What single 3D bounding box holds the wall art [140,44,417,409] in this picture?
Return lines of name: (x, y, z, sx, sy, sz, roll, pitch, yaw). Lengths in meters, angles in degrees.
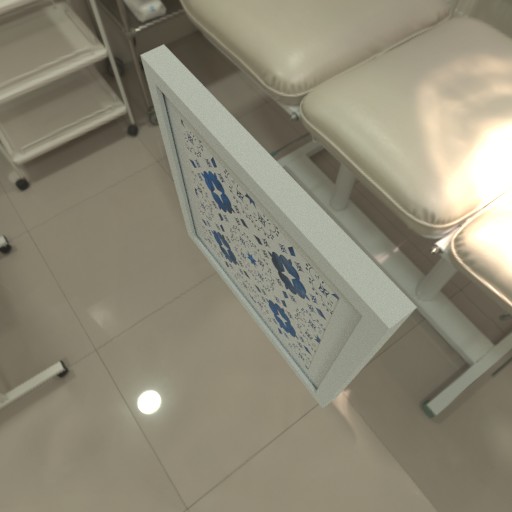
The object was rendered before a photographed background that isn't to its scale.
wall art: (0.000, 0.000, 0.539, 0.027, 0.355, 0.355, -33, 67, -16)
